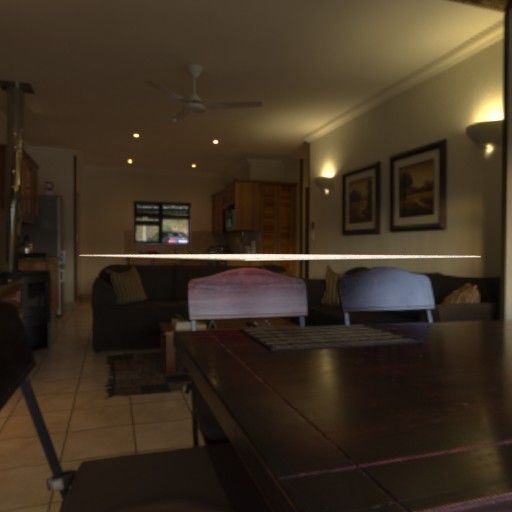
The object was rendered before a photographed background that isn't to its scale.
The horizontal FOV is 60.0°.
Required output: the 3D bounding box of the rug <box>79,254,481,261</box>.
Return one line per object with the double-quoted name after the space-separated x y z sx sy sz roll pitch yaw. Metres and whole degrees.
0.000 0.000 4.106 2.363 0.012 2.980 0 1 -37 "rug"
